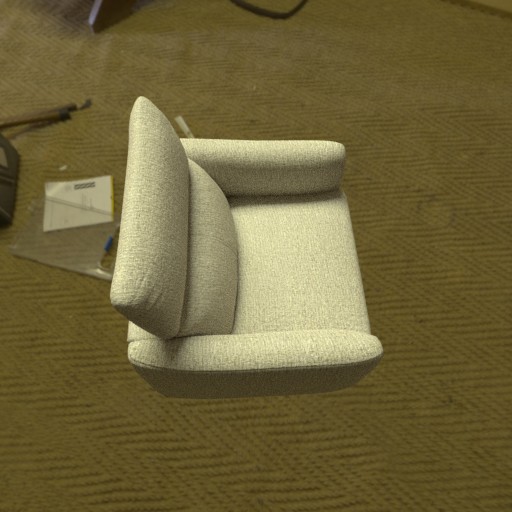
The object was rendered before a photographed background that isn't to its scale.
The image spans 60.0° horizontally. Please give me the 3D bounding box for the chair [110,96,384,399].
[{"bbox_3d":[0.000,0.000,1.697,0.835,0.967,0.972,-3,62,-1],"label":"chair"}]
